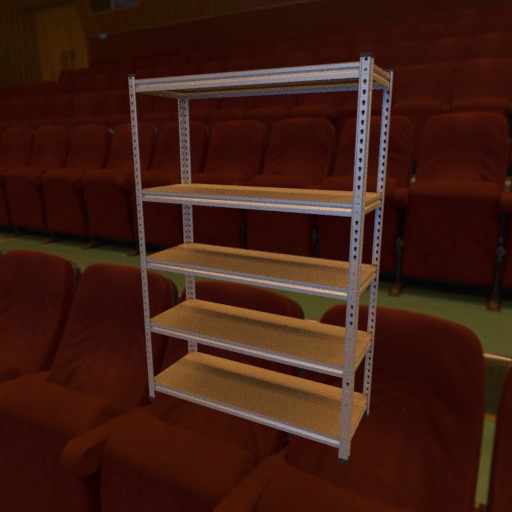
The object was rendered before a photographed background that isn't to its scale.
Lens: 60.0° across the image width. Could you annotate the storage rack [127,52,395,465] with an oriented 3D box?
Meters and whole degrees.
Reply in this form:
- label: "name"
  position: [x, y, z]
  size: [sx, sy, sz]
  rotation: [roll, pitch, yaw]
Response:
- label: "storage rack"
  position: [0.000, 0.000, 2.360]
  size: [1.219, 1.829, 0.457]
  rotation: [7, 16, 26]
